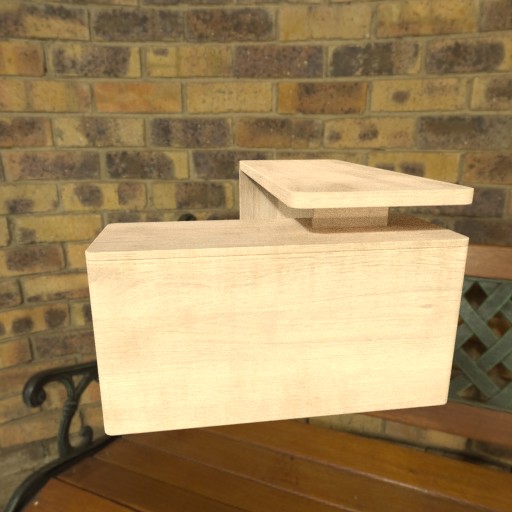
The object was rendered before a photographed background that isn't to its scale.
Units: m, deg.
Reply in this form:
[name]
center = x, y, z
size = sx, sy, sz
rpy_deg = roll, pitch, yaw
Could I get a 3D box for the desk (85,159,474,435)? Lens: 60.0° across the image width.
[desk]
center = 0.000, 0.000, 2.038
size = 1.175, 0.770, 1.400
rpy_deg = -2, 16, -8
